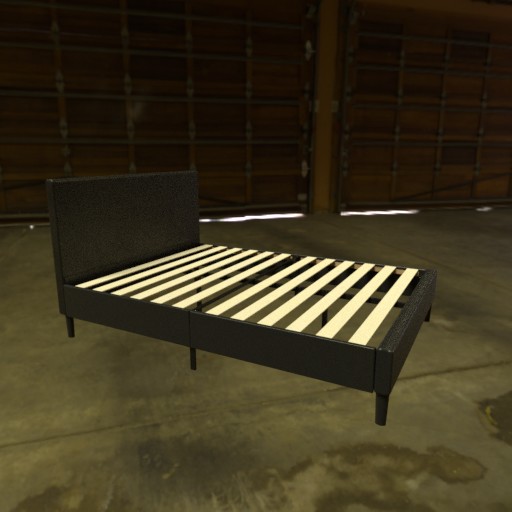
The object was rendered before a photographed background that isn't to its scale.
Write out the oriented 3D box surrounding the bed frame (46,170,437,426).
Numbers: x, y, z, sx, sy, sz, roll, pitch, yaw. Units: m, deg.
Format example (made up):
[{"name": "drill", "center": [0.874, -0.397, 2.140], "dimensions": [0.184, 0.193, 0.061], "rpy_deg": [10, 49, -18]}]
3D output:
[{"name": "bed frame", "center": [0.000, 0.000, 3.240], "dimensions": [2.318, 1.127, 1.634], "rpy_deg": [7, 15, 28]}]
